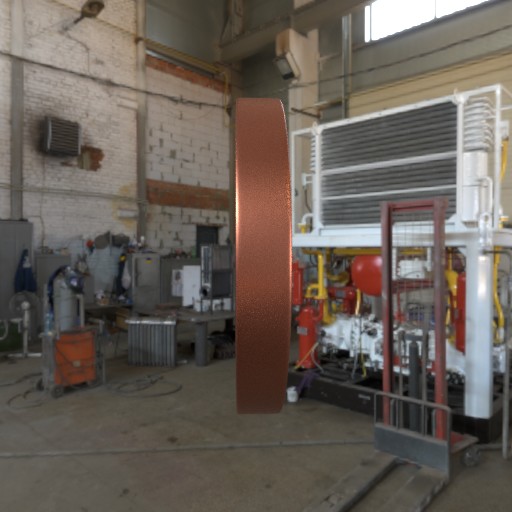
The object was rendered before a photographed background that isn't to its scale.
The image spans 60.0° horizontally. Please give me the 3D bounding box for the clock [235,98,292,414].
[{"bbox_3d":[0.000,0.000,0.467,0.040,0.313,0.313,0,1,-2],"label":"clock"}]
